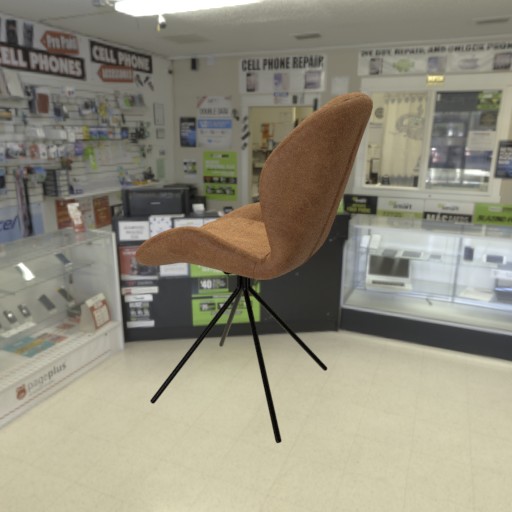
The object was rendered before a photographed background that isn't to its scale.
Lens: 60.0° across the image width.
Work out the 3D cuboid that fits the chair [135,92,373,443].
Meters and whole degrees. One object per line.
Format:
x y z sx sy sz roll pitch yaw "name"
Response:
0.000 0.000 1.368 0.640 0.929 0.527 7 17 25 "chair"
